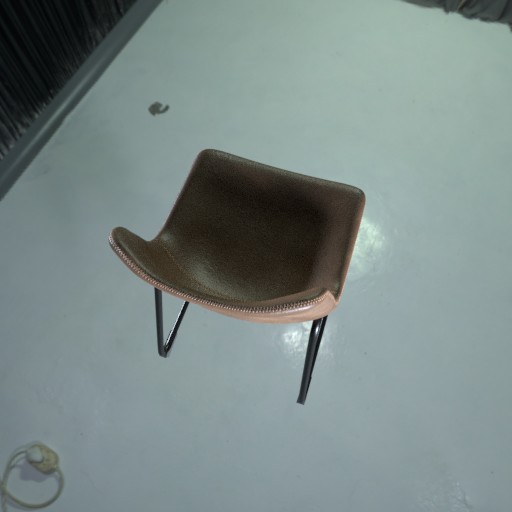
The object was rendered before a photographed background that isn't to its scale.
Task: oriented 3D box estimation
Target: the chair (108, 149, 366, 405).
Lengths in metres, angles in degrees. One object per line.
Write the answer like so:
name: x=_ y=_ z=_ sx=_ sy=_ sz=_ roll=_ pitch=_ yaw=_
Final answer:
chair: x=0.000 y=0.000 z=1.094 sx=0.460 sy=0.780 sz=0.551 roll=17 pitch=65 yaw=8
